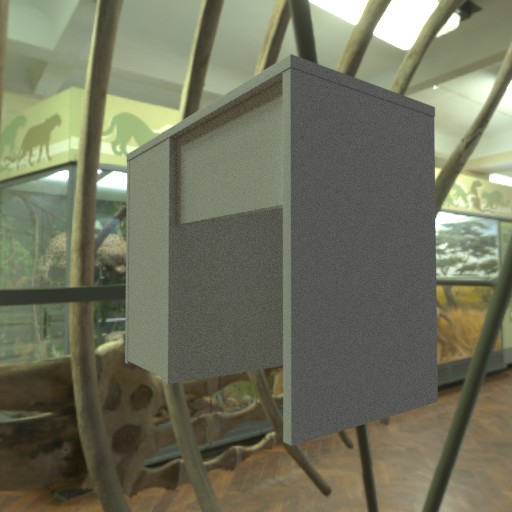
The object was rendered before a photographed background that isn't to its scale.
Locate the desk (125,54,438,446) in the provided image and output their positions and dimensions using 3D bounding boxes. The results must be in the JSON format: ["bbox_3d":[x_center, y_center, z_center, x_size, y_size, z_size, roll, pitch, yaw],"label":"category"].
[{"bbox_3d":[0.000,0.000,1.327,0.482,0.730,0.898,1,-2,-36],"label":"desk"}]
